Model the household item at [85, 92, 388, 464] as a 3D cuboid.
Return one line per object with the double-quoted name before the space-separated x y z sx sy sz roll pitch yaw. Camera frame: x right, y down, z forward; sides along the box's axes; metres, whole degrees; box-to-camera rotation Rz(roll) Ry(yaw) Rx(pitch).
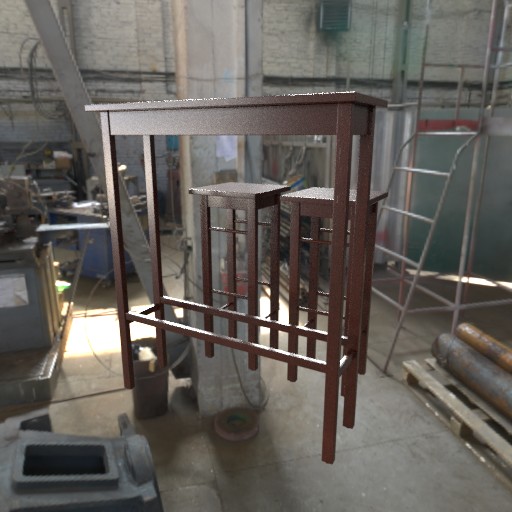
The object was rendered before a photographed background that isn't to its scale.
"household item" 0.000 0.000 1.663 0.914 1.067 0.676 8 17 29
